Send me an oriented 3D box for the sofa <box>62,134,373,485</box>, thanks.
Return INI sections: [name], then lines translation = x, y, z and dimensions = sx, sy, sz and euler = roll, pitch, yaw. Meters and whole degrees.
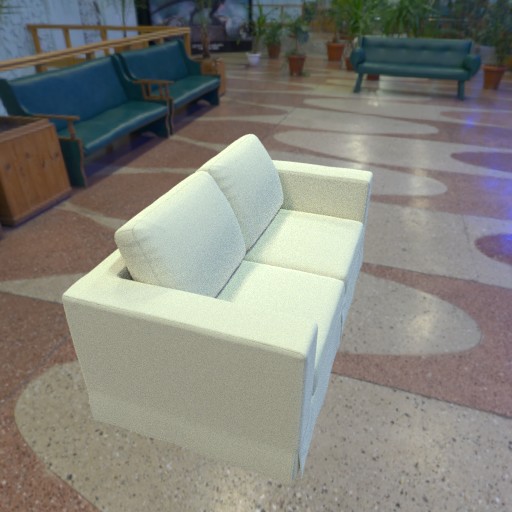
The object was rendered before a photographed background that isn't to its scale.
[sofa]
translation = 0.000, 0.000, 2.404
dimensions = 1.009, 0.932, 1.813
euler = 10, 33, 17
